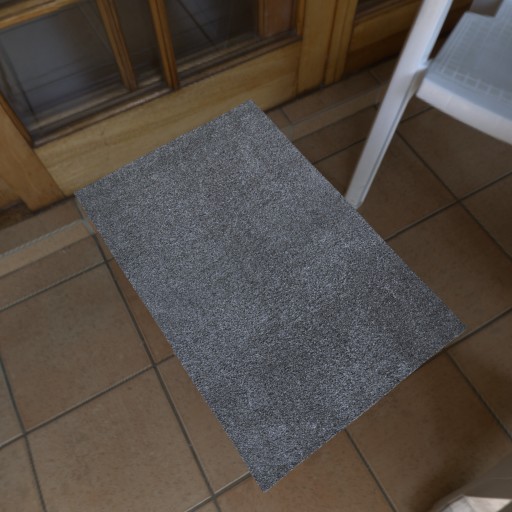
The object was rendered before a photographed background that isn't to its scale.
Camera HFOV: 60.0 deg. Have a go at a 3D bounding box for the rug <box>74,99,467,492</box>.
[{"bbox_3d":[0.000,0.000,3.431,1.802,0.026,2.699,-33,68,-15],"label":"rug"}]
